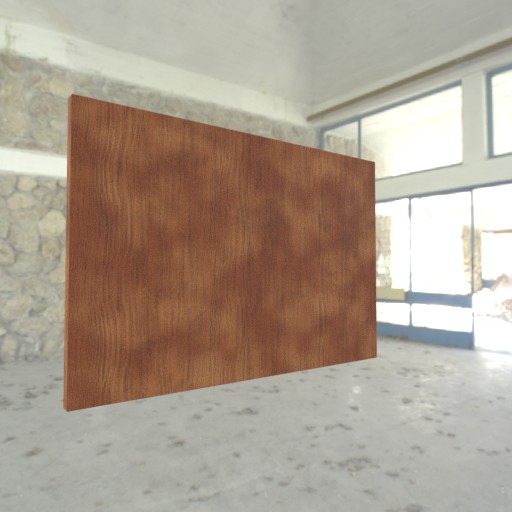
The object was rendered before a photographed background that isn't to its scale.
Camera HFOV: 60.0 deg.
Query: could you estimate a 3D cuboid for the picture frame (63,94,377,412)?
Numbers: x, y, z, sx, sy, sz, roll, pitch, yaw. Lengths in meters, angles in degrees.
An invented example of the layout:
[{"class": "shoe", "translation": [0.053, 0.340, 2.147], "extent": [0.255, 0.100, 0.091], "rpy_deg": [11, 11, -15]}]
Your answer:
[{"class": "picture frame", "translation": [0.000, 0.000, 1.182], "extent": [0.950, 0.640, 0.029], "rpy_deg": [2, -3, -36]}]
